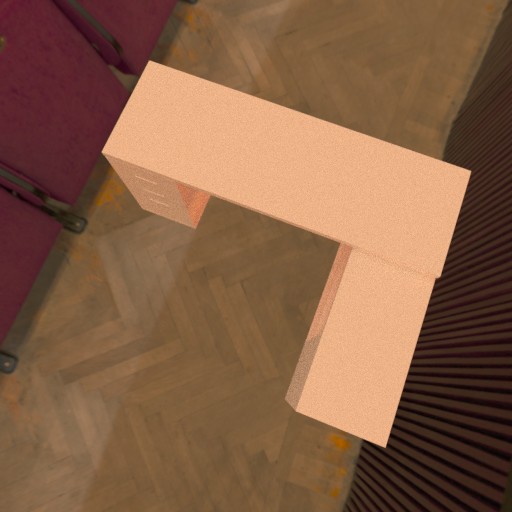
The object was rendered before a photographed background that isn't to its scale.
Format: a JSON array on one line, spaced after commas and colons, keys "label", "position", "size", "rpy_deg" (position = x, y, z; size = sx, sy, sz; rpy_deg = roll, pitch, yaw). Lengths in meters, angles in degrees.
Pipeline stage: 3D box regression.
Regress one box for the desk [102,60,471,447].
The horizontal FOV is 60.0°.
[{"label": "desk", "position": [0.000, 0.000, 2.210], "size": [1.524, 0.759, 1.199], "rpy_deg": [21, 77, 5]}]
